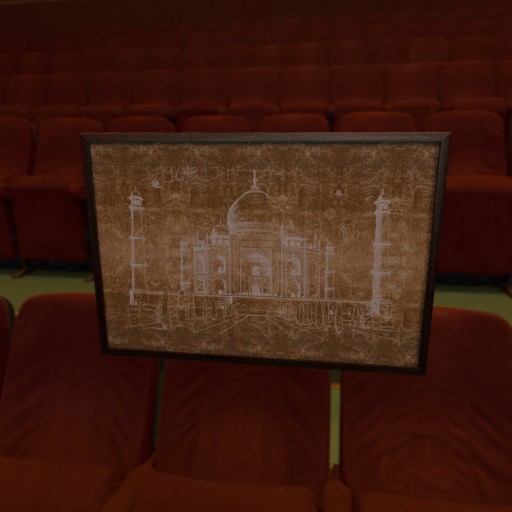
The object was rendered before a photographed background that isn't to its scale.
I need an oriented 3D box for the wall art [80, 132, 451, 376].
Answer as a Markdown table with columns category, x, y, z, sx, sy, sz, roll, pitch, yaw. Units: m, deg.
| category | x | y | z | sx | sy | sz | roll | pitch | yaw |
| --- | --- | --- | --- | --- | --- | --- | --- | --- | --- |
| wall art | 0.000 | 0.000 | 1.044 | 0.816 | 0.559 | 0.014 | 2 | 15 | 7 |
